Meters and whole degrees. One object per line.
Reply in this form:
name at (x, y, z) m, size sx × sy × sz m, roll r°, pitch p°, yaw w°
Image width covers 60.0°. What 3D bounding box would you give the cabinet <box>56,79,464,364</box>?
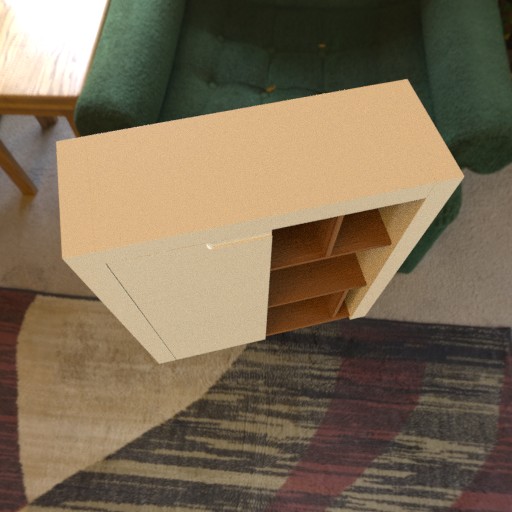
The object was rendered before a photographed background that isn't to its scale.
cabinet at (0.000, 0.000, 1.650) m, size 0.990 × 1.150 × 0.348 m, roll -12°, pitch 65°, yaw -6°
